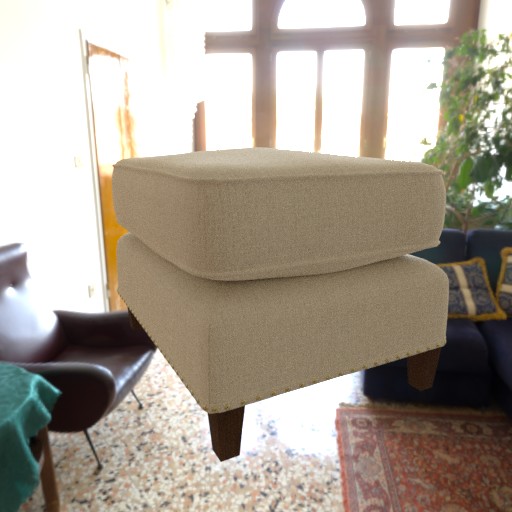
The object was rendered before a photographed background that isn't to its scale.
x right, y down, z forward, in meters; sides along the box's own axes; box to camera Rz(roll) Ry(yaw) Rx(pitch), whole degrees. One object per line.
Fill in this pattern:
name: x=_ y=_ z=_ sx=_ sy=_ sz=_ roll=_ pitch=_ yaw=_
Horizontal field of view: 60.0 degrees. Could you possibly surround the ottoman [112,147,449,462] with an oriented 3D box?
ottoman: x=0.000 y=0.000 z=1.126 sx=0.589 sy=0.537 sz=0.738 roll=-7 pitch=16 yaw=-27
